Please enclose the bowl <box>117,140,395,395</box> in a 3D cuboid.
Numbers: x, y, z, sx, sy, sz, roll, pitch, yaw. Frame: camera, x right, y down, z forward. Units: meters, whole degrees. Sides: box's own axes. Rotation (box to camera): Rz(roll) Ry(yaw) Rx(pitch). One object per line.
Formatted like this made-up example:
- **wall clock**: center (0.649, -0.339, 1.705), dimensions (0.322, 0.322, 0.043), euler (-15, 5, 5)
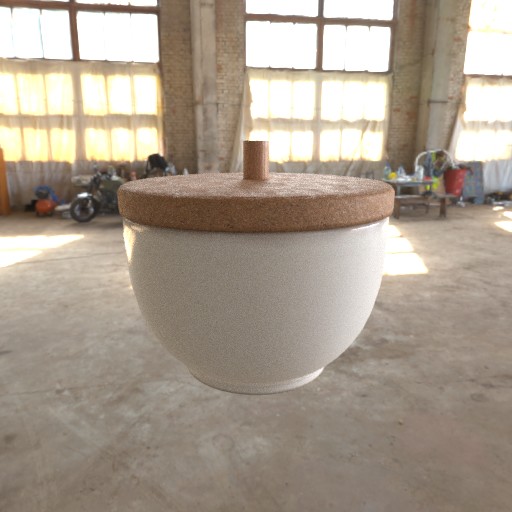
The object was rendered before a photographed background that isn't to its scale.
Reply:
- **bowl**: center (0.000, 0.000, 0.219), dimensions (0.126, 0.110, 0.126), euler (0, 14, 0)
